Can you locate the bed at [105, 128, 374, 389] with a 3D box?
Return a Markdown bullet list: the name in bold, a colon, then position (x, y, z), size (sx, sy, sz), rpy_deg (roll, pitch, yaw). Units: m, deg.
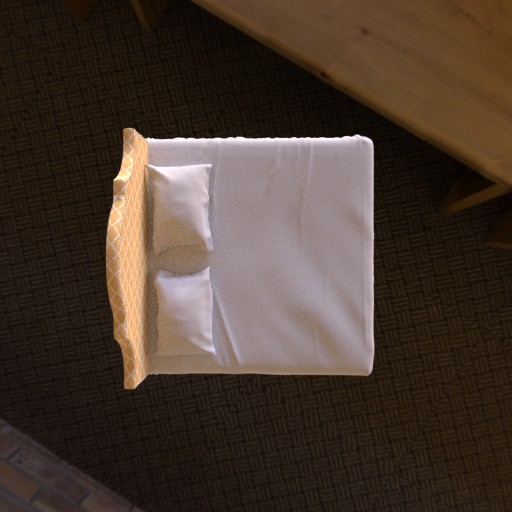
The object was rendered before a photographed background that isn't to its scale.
- **bed**: position (0.000, 0.000, 3.725), size (2.222, 1.601, 2.314), rpy_deg (0, 91, 2)
